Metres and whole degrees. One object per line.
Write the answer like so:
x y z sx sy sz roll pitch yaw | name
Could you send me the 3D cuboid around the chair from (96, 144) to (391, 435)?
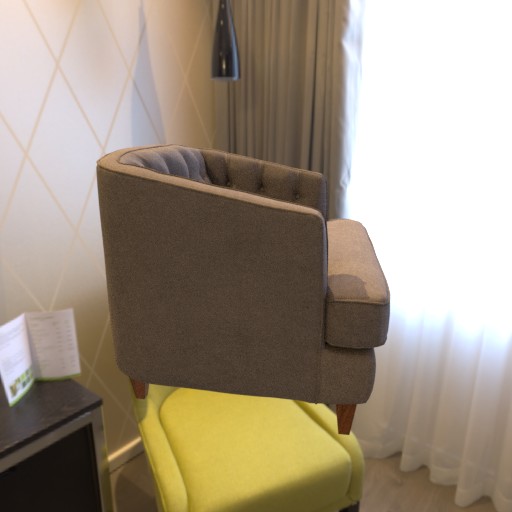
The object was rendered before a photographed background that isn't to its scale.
0.000 0.000 1.777 0.941 0.852 1.104 2 17 8 | chair
